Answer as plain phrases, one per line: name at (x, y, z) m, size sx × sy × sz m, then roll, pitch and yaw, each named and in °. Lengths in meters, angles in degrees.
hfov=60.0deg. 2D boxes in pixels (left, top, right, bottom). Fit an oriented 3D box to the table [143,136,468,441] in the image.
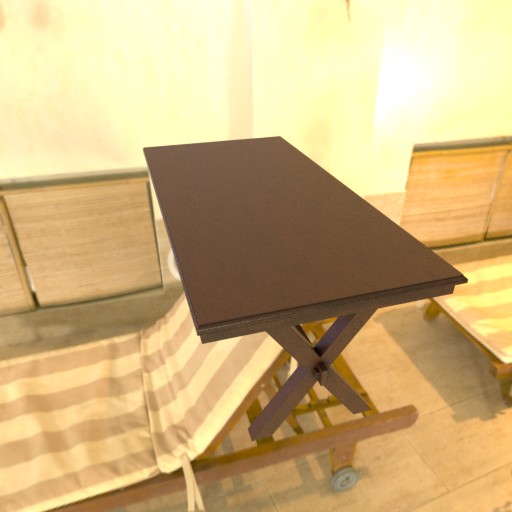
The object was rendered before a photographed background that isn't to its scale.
table at (0.000, 0.000, 1.491) m, size 0.594 × 0.459 × 1.197 m, roll -9°, pitch 31°, yaw -15°
